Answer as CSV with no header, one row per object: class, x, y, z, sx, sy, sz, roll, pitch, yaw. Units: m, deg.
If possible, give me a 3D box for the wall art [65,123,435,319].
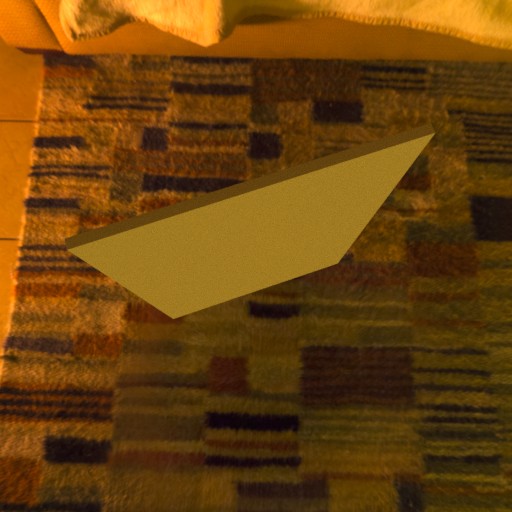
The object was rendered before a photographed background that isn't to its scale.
wall art,0.000,0.000,0.601,0.325,0.474,0.010,-18,76,-5
